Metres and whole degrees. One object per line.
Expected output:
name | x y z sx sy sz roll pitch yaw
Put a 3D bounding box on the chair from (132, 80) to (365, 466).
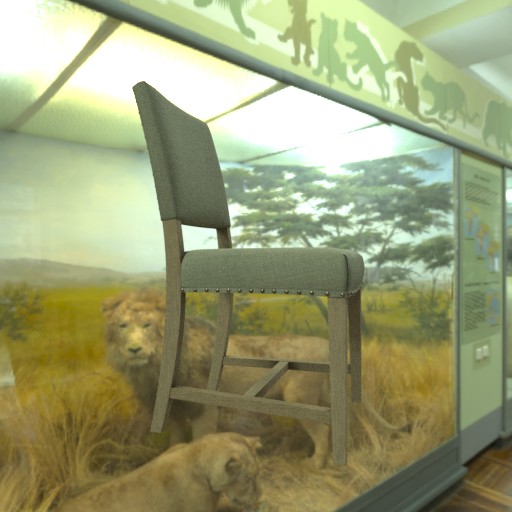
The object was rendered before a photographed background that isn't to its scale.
chair | 0.000 0.000 1.367 0.622 0.986 0.508 0 0 17
